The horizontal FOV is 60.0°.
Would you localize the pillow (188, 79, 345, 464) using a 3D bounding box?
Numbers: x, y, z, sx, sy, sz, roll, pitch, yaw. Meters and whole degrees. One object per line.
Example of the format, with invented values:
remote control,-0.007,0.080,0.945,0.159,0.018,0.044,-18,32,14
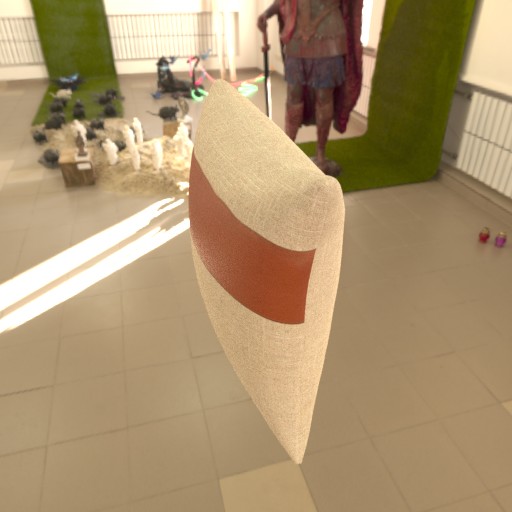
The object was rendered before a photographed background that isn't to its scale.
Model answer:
pillow,0.000,0.000,0.627,0.173,0.399,0.414,-9,34,-14
